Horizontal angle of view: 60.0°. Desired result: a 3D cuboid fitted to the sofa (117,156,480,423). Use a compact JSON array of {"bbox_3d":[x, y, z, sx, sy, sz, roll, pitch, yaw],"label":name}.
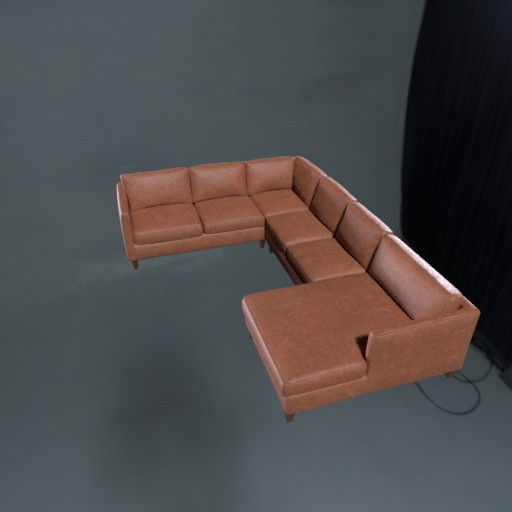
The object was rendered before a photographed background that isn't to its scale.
[{"bbox_3d":[0.000,0.000,4.580,2.593,0.923,3.460,-10,34,-15],"label":"sofa"}]
